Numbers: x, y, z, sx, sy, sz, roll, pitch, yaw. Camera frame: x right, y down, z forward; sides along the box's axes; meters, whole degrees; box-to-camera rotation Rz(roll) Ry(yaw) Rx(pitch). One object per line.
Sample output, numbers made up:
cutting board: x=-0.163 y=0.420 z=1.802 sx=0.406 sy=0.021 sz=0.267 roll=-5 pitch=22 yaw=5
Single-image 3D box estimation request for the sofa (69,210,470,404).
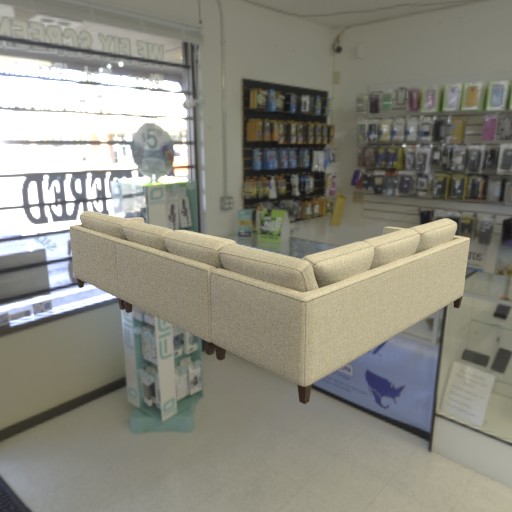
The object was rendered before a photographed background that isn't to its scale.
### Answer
sofa: x=0.000 y=0.000 z=4.638 sx=2.551 sy=0.889 sz=3.403 roll=-13 pitch=19 yaw=-43
